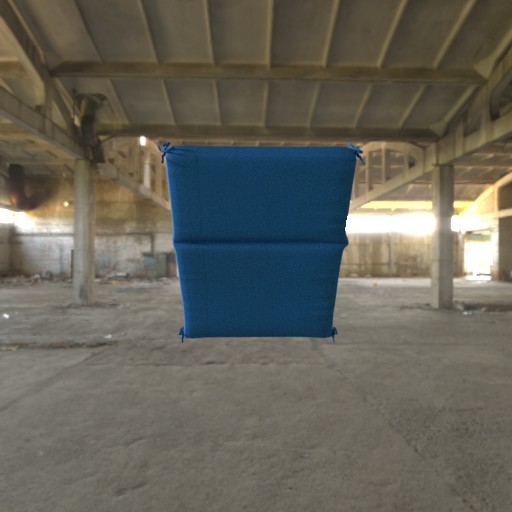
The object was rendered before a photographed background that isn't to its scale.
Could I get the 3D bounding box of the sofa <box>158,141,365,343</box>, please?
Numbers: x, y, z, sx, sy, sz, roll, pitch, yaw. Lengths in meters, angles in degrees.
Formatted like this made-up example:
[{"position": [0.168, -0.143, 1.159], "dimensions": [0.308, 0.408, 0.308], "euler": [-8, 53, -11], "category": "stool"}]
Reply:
[{"position": [0.000, 0.000, 1.986], "dimensions": [0.582, 0.622, 1.663], "euler": [0, 0, -1], "category": "sofa"}]
